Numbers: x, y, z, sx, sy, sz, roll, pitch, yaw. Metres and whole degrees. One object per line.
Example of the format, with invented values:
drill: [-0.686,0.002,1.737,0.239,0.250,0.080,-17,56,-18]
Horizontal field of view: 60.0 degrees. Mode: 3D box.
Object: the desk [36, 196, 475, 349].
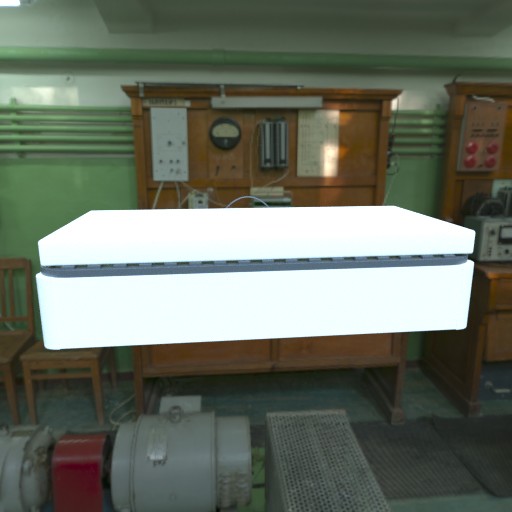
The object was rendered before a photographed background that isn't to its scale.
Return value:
desk: [0.000,0.000,2.302,1.900,0.526,0.900,-2,14,-7]
